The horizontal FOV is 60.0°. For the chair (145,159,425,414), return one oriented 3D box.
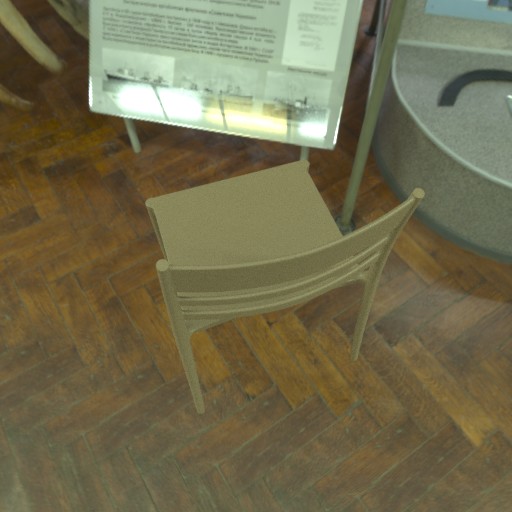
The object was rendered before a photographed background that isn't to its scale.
[{"bbox_3d":[0.000,0.000,1.167,0.531,0.800,0.511,-16,59,-10],"label":"chair"}]
